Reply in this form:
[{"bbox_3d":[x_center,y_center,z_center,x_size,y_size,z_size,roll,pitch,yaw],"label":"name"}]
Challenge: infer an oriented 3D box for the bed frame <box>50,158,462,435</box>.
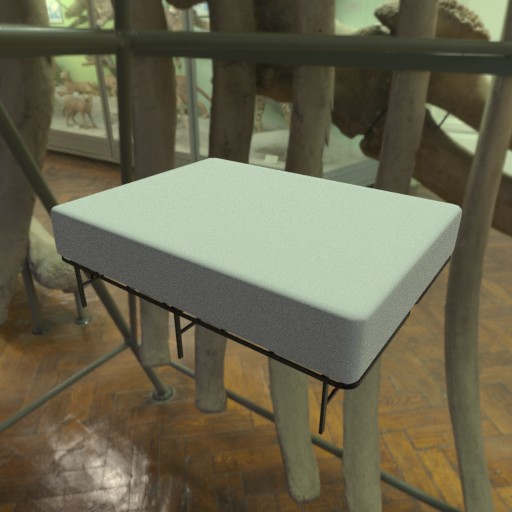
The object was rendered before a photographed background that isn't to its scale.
[{"bbox_3d":[0.000,0.000,2.822,2.037,0.677,1.528,18,32,31],"label":"bed frame"}]
